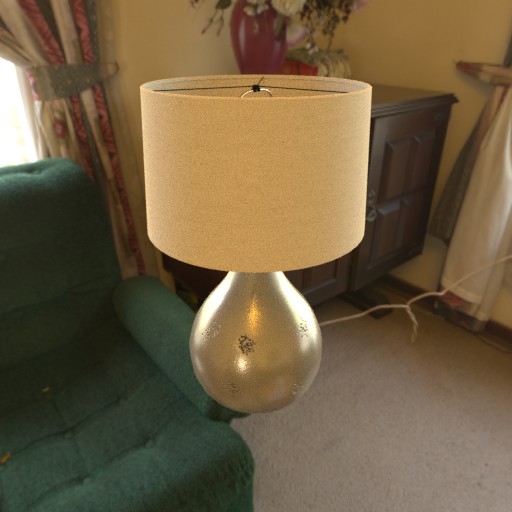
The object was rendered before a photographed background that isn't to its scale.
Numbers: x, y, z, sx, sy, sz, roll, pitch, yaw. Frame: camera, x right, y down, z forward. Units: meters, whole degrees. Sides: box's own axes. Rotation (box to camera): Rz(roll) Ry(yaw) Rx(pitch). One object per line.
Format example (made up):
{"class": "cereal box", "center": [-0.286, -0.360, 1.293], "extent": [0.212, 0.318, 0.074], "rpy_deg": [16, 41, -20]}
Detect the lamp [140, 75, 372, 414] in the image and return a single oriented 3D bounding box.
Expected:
{"class": "lamp", "center": [0.000, 0.000, 0.717], "extent": [0.330, 0.521, 0.330], "rpy_deg": [0, 26, 0]}
